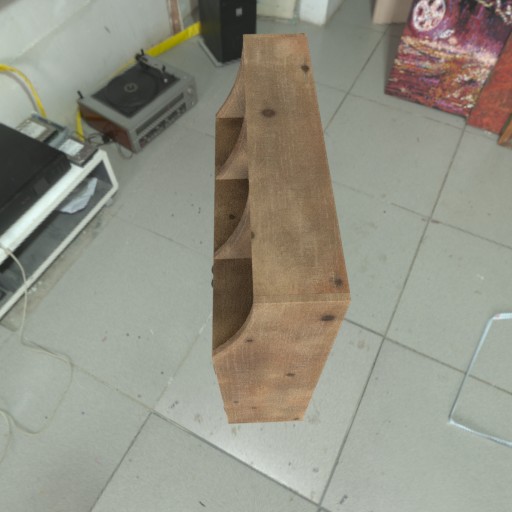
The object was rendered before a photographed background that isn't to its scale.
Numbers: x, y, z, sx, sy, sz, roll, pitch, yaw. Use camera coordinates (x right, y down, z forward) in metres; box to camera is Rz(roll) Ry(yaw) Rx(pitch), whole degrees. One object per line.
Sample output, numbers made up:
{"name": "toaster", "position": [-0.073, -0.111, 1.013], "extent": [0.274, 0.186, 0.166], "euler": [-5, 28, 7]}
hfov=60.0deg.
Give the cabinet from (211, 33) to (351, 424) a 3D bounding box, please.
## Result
{"name": "cabinet", "position": [0.000, 0.000, 0.847], "extent": [0.184, 0.590, 0.489], "euler": [-2, 58, -1]}
